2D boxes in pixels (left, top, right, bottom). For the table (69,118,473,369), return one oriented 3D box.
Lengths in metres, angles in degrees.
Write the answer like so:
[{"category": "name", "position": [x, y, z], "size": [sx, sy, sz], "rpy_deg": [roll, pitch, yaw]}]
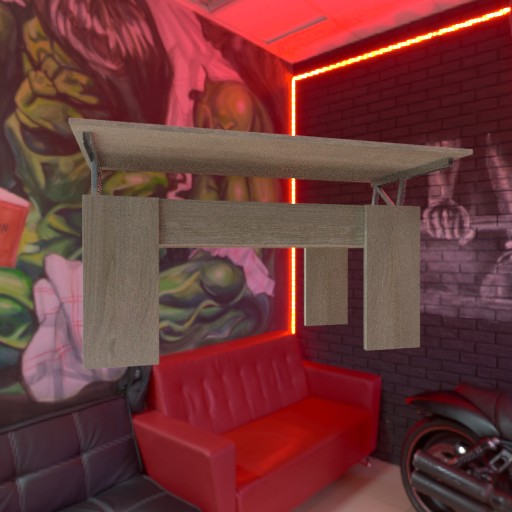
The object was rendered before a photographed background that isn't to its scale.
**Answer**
[{"category": "table", "position": [0.000, 0.000, 1.386], "size": [1.000, 0.570, 0.711], "rpy_deg": [0, 0, -16]}]
